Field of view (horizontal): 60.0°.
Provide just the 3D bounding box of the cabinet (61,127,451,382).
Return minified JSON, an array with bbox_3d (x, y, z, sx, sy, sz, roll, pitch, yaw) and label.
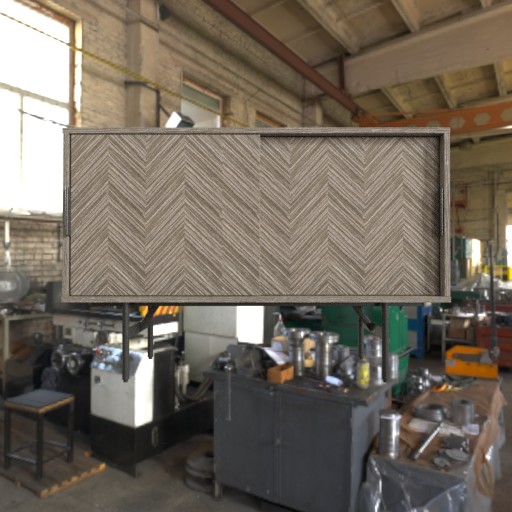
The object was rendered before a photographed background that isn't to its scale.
[{"bbox_3d":[0.000,0.000,1.528,1.194,0.787,0.405,0,-1,0],"label":"cabinet"}]
